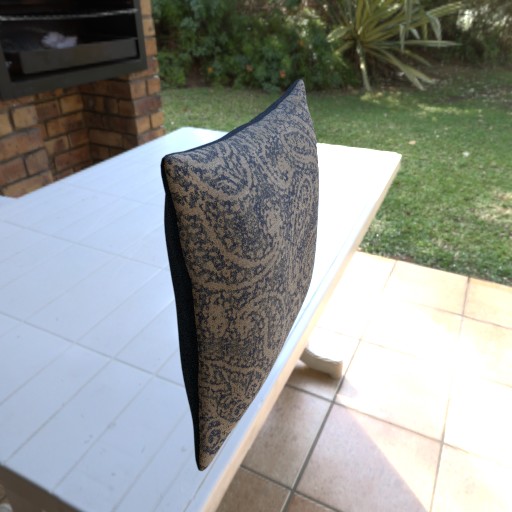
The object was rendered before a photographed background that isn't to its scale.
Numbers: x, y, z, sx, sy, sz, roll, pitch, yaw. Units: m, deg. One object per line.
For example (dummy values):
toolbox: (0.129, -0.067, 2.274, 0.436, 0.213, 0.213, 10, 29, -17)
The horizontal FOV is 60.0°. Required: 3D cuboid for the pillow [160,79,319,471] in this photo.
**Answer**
pillow: (0.000, 0.000, 0.781, 0.166, 0.510, 0.523, 11, 32, 18)
